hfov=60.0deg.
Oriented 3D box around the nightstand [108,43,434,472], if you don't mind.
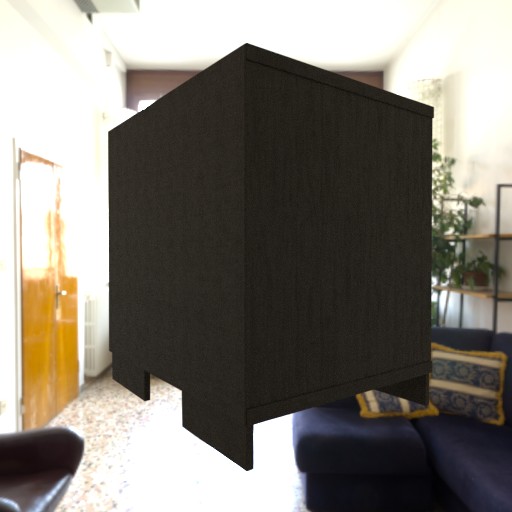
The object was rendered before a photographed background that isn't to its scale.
[{"bbox_3d":[0.000,0.000,0.732,0.347,0.448,0.427,-1,1,-37],"label":"nightstand"}]
